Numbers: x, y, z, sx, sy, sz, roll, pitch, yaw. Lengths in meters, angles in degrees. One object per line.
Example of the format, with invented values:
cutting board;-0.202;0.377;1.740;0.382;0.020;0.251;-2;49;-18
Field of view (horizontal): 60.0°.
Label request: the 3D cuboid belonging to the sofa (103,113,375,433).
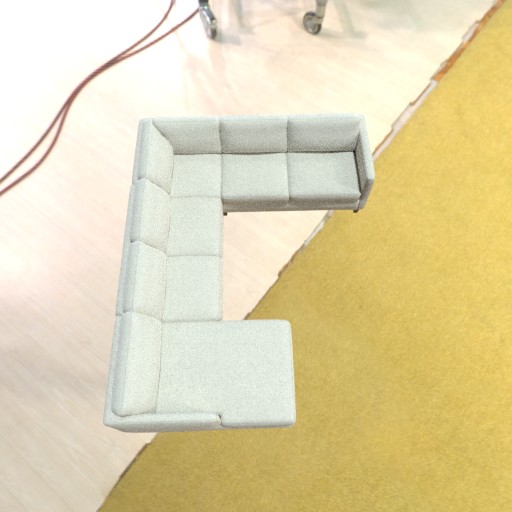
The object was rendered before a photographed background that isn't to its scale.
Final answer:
sofa;0.000;0.000;4.464;2.551;0.853;3.238;-1;64;-1
